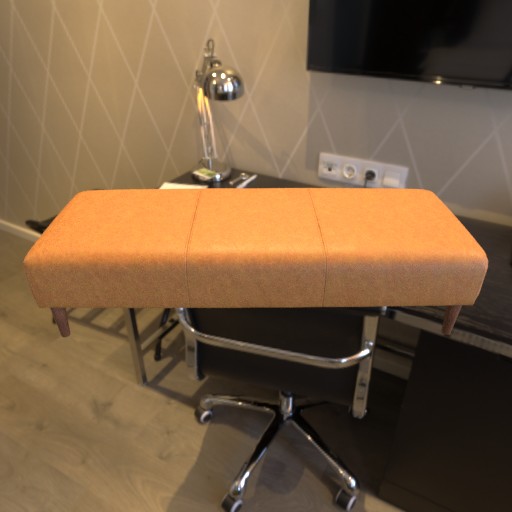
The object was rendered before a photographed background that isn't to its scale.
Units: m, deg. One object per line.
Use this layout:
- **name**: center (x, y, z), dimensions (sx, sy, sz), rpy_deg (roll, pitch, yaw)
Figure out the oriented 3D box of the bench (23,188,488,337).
- **bench**: center (0.000, 0.000, 1.842), dimensions (1.610, 0.399, 0.653), rpy_deg (0, 31, 0)
